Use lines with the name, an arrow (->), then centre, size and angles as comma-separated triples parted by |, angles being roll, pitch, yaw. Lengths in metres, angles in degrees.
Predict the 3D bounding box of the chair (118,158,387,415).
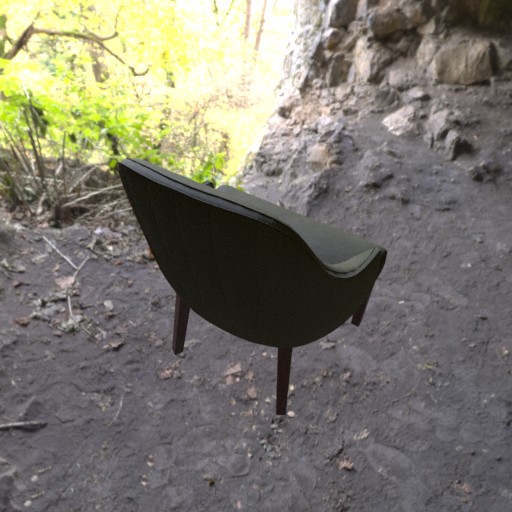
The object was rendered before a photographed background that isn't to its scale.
chair -> 0.000, 0.000, 1.293 | 0.643, 0.889, 0.575 | 24, 52, 21
